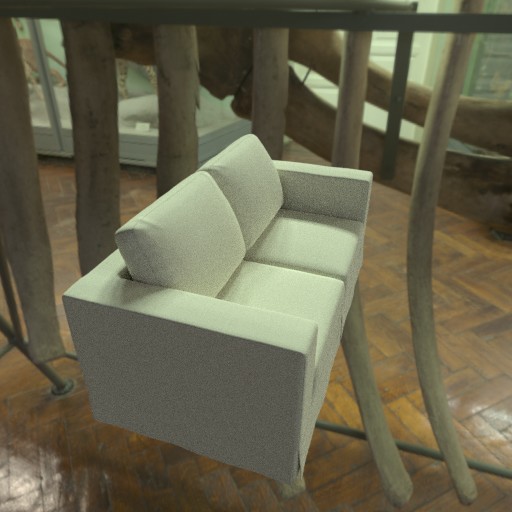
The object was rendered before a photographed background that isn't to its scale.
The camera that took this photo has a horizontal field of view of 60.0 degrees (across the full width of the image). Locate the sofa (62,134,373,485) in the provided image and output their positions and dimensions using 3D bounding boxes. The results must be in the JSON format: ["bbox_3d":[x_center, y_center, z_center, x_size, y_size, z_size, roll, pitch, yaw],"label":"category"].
[{"bbox_3d":[0.000,0.000,2.404,1.009,0.932,1.813,10,33,17],"label":"sofa"}]
